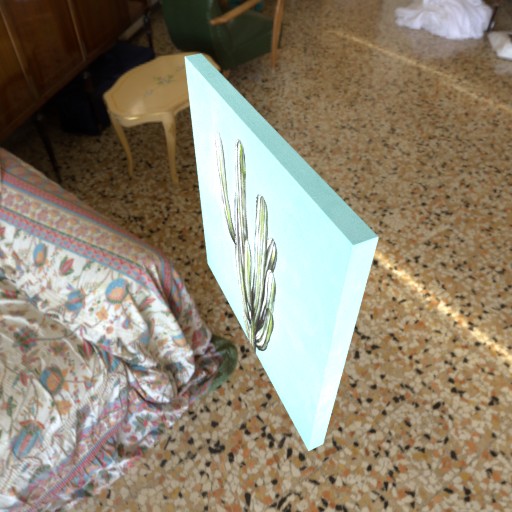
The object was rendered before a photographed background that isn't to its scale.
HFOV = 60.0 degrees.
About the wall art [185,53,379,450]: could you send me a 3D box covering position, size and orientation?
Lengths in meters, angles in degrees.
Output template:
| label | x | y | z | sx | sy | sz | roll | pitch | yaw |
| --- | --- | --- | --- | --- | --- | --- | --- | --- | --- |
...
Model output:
| label | x | y | z | sx | sy | sz | roll | pitch | yaw |
| --- | --- | --- | --- | --- | --- | --- | --- | --- | --- |
| wall art | 0.000 | 0.000 | 0.917 | 0.036 | 0.603 | 0.603 | -18 | 48 | -17 |
